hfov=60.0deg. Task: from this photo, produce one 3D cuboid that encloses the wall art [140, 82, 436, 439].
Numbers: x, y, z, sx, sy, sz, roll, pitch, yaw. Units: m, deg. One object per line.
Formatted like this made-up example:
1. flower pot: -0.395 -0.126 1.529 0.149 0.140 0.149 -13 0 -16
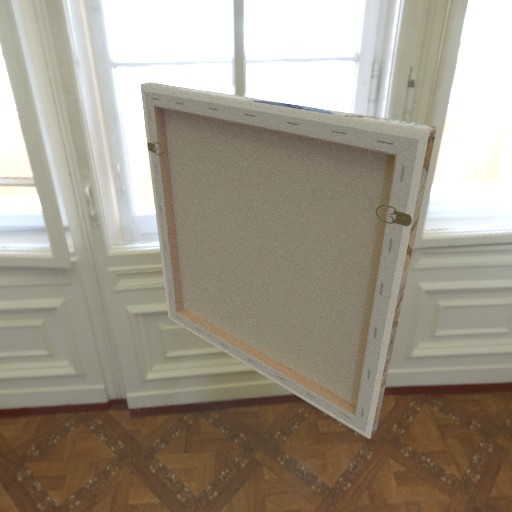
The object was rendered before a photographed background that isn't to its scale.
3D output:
1. wall art: 0.000 0.000 1.354 0.912 0.914 0.039 22 37 34
